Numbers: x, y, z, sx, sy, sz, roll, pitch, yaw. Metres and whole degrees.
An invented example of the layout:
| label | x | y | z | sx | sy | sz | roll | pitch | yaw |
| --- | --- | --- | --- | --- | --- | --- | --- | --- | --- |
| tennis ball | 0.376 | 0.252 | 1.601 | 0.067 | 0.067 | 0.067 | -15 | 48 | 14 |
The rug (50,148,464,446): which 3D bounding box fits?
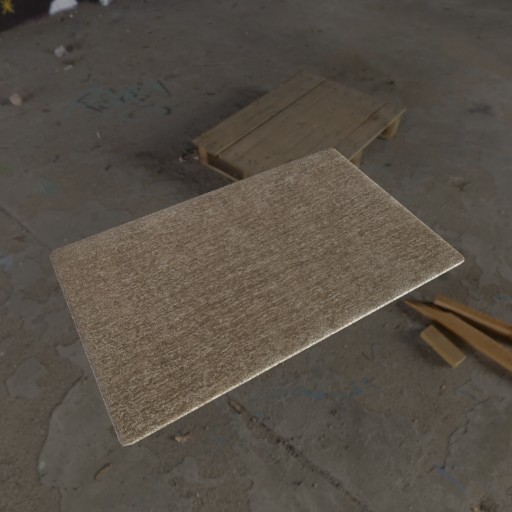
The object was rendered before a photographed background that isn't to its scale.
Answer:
| label | x | y | z | sx | sy | sz | roll | pitch | yaw |
| --- | --- | --- | --- | --- | --- | --- | --- | --- | --- |
| rug | 0.000 | 0.000 | 3.075 | 2.469 | 0.024 | 1.539 | -24 | 53 | -20 |
